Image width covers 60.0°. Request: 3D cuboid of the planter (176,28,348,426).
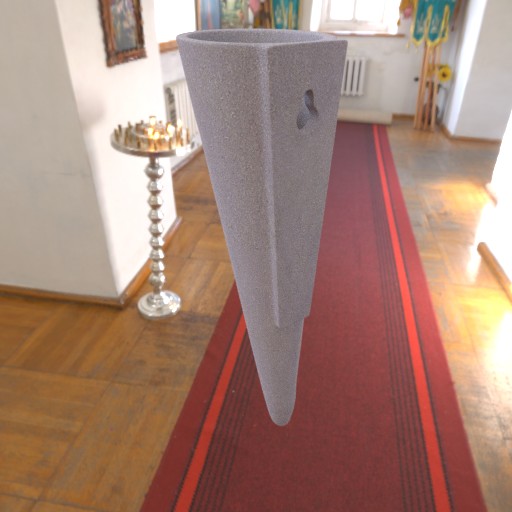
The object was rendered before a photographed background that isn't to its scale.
[{"bbox_3d":[0.000,0.000,0.289,0.078,0.259,0.087,-20,36,-29],"label":"planter"}]
